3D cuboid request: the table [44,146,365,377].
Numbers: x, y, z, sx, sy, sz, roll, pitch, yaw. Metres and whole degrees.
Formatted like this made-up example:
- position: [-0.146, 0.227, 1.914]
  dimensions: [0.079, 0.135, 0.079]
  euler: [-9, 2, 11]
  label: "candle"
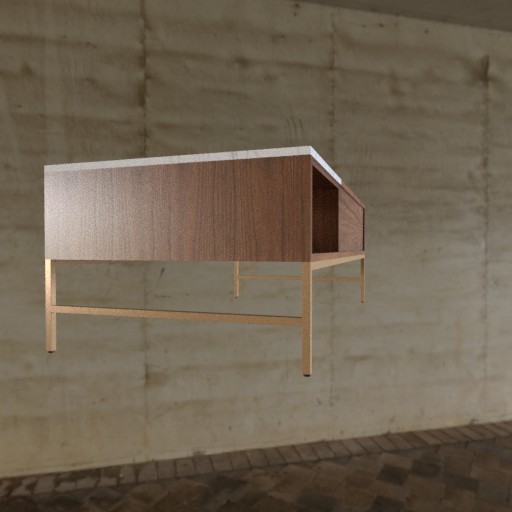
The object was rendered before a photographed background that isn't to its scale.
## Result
- position: [0.000, 0.000, 1.914]
  dimensions: [0.789, 0.551, 1.553]
  euler: [0, 1, 18]
  label: "table"
